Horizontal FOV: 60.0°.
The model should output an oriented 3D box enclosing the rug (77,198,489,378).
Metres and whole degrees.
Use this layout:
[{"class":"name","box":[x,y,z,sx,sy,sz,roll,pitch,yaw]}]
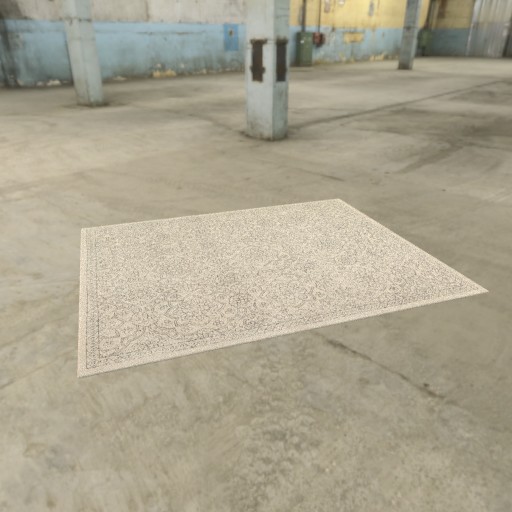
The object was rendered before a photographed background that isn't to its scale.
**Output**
[{"class":"rug","box":[0.000,0.000,4.077,3.050,0.015,2.441,-9,27,-17]}]
